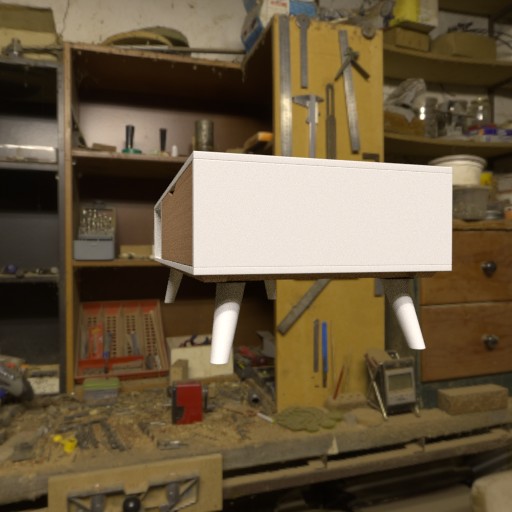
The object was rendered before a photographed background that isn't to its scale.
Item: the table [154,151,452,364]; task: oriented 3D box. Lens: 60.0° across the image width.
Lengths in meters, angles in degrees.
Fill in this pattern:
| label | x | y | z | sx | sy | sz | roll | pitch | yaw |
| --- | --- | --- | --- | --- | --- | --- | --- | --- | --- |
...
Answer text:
| label | x | y | z | sx | sy | sz | roll | pitch | yaw |
| --- | --- | --- | --- | --- | --- | --- | --- | --- | --- |
| table | 0.000 | 0.000 | 1.530 | 0.609 | 0.432 | 1.194 | 0 | 1 | -17 |
